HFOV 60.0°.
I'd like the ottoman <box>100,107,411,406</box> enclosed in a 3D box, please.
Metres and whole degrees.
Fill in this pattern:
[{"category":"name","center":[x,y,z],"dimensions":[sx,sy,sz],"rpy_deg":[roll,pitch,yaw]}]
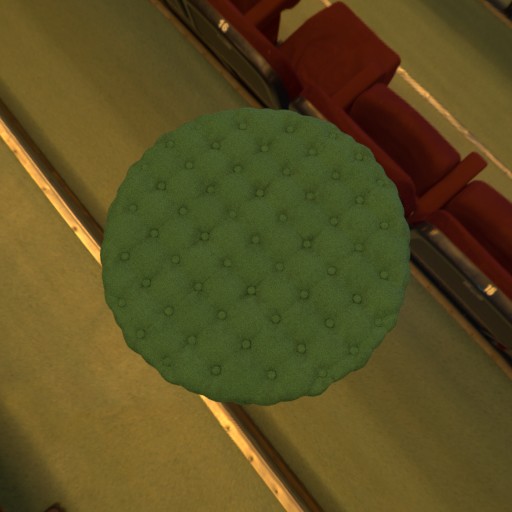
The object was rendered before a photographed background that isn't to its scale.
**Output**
[{"category":"ottoman","center":[0.000,0.000,1.549],"dimensions":[0.998,0.399,0.998],"rpy_deg":[0,74,0]}]
